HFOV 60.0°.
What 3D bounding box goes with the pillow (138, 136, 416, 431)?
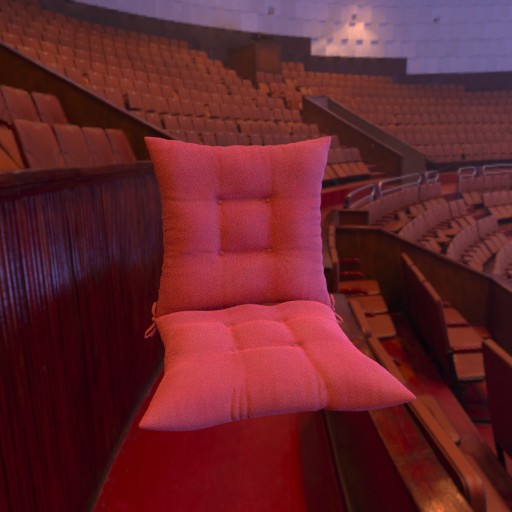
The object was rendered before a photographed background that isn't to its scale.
[{"bbox_3d":[0.000,0.000,1.007,0.541,0.536,0.585,-2,14,-9],"label":"pillow"}]
